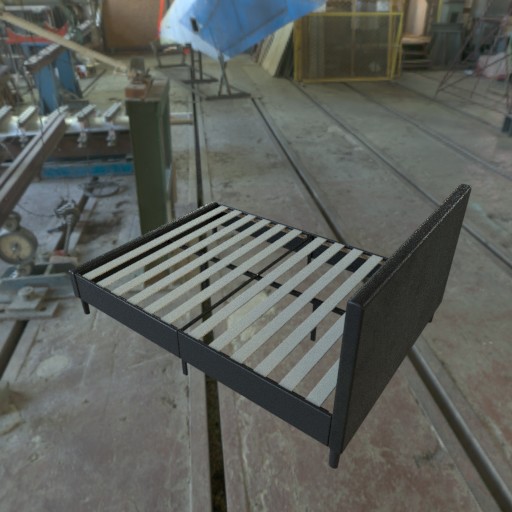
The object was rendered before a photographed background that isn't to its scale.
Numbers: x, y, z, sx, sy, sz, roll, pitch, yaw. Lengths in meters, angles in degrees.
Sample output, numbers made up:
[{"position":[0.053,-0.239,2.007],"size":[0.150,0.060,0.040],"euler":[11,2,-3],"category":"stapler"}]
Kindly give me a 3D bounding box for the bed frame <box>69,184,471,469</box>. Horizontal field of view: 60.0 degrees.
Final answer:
[{"position":[0.000,0.000,3.222],"size":[2.318,1.127,1.634],"euler":[21,36,31],"category":"bed frame"}]
